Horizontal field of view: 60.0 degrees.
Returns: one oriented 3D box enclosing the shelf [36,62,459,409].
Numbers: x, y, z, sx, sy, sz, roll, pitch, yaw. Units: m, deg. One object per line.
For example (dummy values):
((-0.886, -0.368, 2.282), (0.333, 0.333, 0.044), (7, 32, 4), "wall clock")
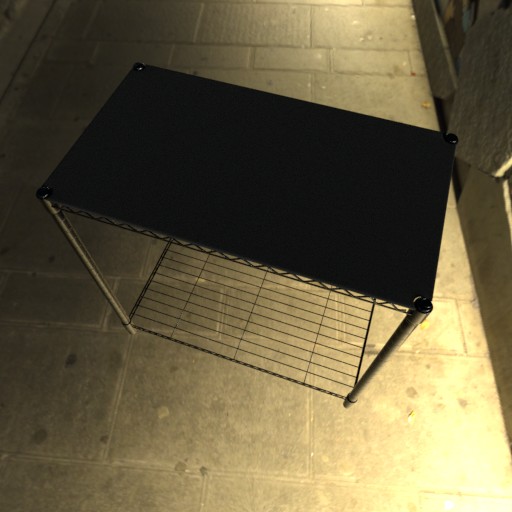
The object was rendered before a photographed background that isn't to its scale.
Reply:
((0.000, 0.000, 0.931), (0.589, 0.564, 0.338), (16, 60, 10), "shelf")
